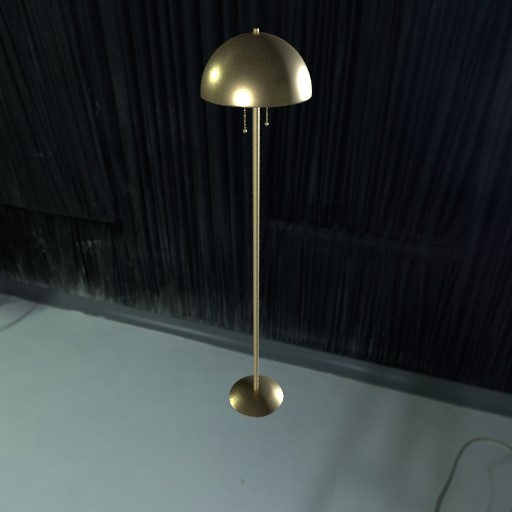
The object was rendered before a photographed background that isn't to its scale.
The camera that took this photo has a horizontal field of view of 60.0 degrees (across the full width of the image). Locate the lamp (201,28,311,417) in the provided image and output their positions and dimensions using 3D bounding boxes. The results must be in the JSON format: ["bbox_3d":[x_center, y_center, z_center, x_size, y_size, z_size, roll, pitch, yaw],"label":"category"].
[{"bbox_3d":[0.000,0.000,1.617,0.328,1.480,0.328,8,32,12],"label":"lamp"}]
